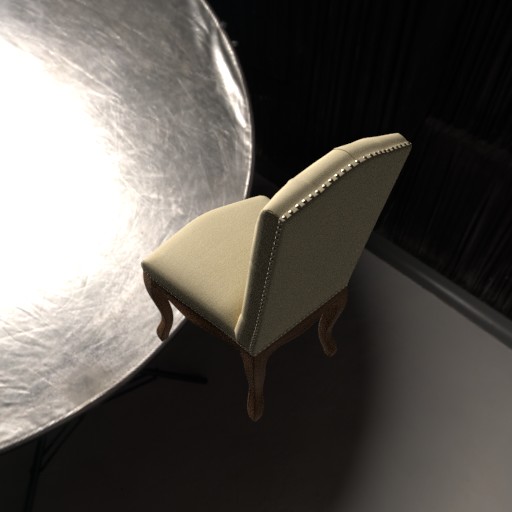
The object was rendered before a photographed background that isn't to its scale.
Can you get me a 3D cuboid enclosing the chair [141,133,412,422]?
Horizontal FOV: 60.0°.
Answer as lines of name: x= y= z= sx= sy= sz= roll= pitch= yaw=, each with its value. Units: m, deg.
chair: x=0.000 y=0.000 z=1.586 sx=0.623 sy=1.165 sz=0.715 roll=-32 pitch=54 yaw=-27
